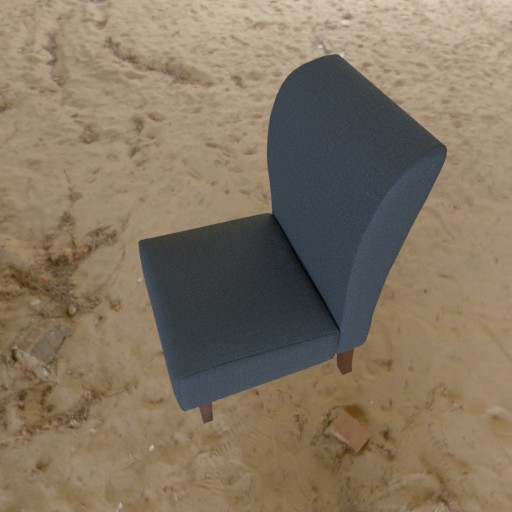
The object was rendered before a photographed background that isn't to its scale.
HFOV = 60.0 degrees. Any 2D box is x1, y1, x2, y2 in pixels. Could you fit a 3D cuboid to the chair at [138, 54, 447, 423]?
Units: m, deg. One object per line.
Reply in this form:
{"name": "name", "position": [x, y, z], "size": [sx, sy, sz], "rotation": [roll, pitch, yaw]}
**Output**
{"name": "chair", "position": [0.000, 0.000, 1.161], "size": [0.592, 0.804, 0.513], "rotation": [-16, 49, -14]}
